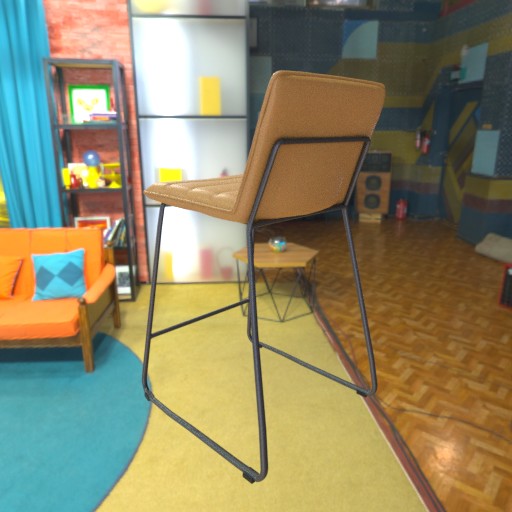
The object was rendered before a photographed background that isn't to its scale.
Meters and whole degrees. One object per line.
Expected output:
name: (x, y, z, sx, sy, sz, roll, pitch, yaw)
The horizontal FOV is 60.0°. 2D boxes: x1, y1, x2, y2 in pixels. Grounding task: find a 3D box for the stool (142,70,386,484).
stool: (0.000, 0.000, 1.191, 0.489, 0.866, 0.524, -15, 22, -43)
